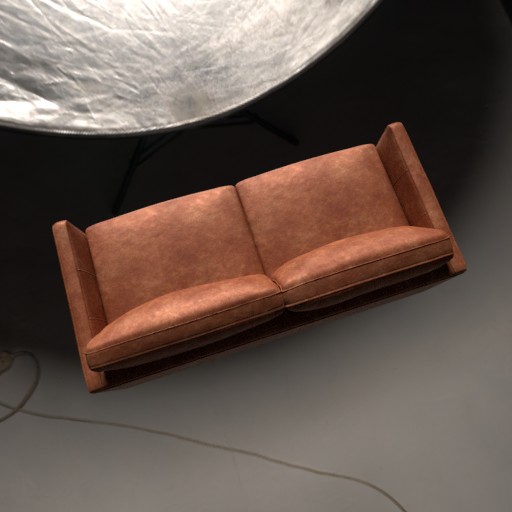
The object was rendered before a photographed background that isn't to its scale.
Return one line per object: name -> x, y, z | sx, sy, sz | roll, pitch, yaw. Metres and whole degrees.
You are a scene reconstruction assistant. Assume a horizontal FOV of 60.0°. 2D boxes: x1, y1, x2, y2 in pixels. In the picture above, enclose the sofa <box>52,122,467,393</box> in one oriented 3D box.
sofa -> 0.000, 0.000, 2.493 | 1.971, 0.863, 0.923 | -17, 76, -4
